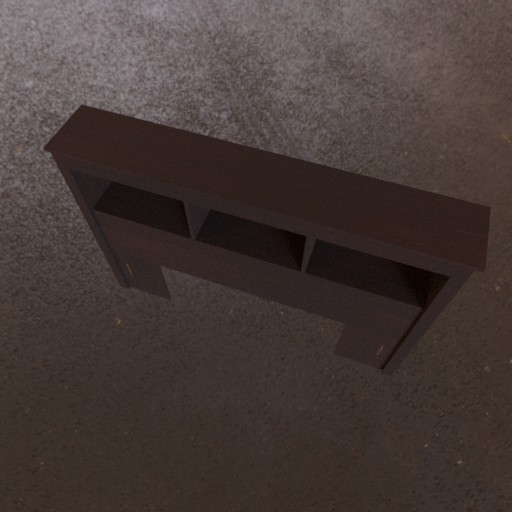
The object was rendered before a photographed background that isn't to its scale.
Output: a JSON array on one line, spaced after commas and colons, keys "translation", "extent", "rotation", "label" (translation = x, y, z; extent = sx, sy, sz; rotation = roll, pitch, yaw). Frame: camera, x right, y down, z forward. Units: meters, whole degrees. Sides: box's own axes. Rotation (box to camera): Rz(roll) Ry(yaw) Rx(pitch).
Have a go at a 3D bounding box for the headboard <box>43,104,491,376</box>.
[{"translation": [0.000, 0.000, 2.111], "extent": [1.671, 1.092, 0.279], "rotation": [17, 58, 11], "label": "headboard"}]
